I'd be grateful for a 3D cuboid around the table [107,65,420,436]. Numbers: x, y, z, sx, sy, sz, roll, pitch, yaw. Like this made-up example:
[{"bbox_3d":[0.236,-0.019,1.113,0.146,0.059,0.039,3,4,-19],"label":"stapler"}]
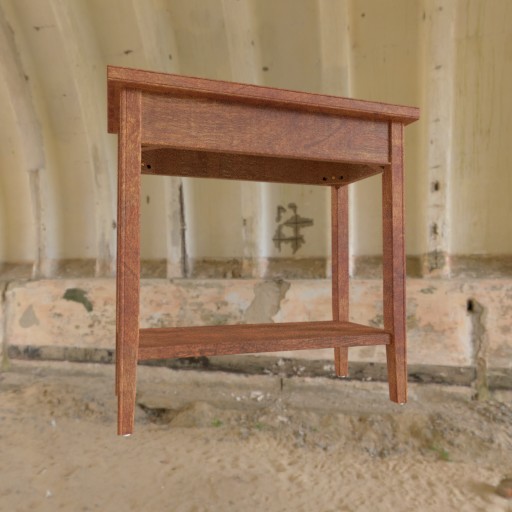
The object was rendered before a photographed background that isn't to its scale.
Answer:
[{"bbox_3d":[0.000,0.000,0.950,0.610,0.610,0.305,0,-2,-18],"label":"table"}]
